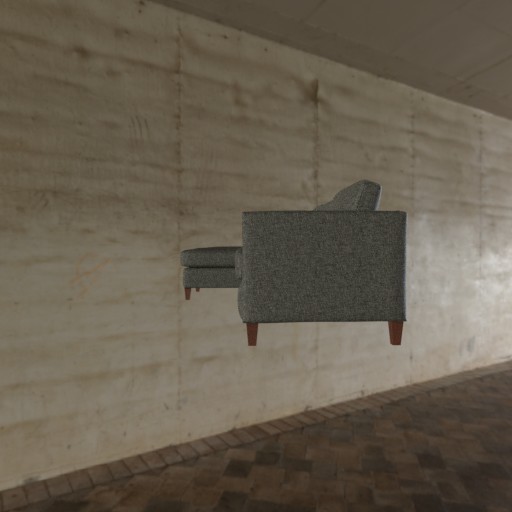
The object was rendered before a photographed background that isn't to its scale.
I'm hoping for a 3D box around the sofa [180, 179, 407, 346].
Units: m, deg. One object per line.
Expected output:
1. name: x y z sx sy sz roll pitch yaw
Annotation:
1. sofa: 0.000 0.000 4.138 1.635 0.960 3.485 0 1 -1
